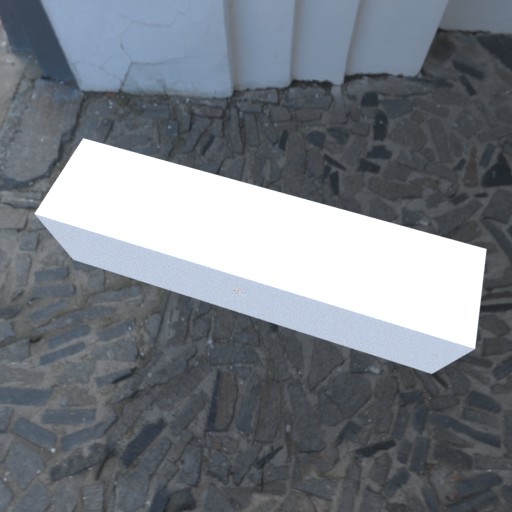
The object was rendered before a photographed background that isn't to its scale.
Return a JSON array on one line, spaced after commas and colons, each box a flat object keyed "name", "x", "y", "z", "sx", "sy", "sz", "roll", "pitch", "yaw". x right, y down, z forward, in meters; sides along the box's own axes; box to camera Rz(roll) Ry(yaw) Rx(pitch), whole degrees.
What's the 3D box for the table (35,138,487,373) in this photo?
[{"name": "table", "x": 0.000, "y": 0.000, "z": 1.844, "sx": 1.650, "sy": 0.420, "sz": 0.390, "roll": 17, "pitch": 65, "yaw": 8}]
